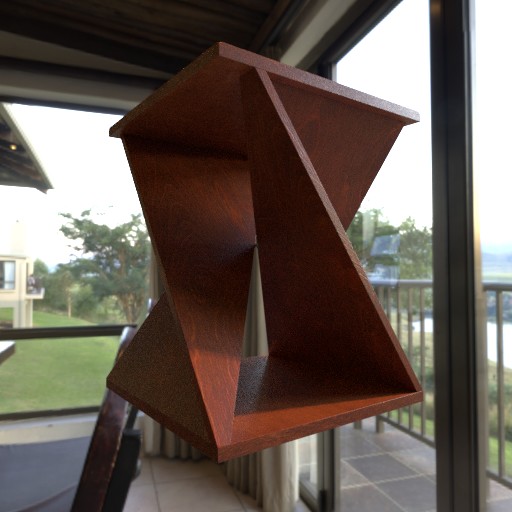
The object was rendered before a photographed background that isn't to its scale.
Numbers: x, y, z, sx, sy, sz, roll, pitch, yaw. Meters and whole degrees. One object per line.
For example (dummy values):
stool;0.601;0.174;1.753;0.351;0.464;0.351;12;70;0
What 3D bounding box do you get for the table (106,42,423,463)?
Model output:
table;0.000;0.000;0.843;0.427;0.520;0.427;1;-2;-36
